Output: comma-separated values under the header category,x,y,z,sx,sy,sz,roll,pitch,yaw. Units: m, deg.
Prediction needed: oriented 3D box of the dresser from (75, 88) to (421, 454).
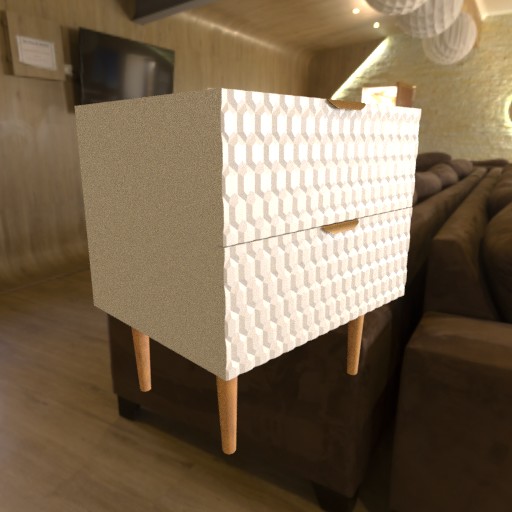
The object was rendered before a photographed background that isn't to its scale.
category,x,y,z,sx,sy,sz,roll,pitch,yaw
dresser,0.000,0.000,0.890,0.503,0.568,0.414,-14,20,-43
